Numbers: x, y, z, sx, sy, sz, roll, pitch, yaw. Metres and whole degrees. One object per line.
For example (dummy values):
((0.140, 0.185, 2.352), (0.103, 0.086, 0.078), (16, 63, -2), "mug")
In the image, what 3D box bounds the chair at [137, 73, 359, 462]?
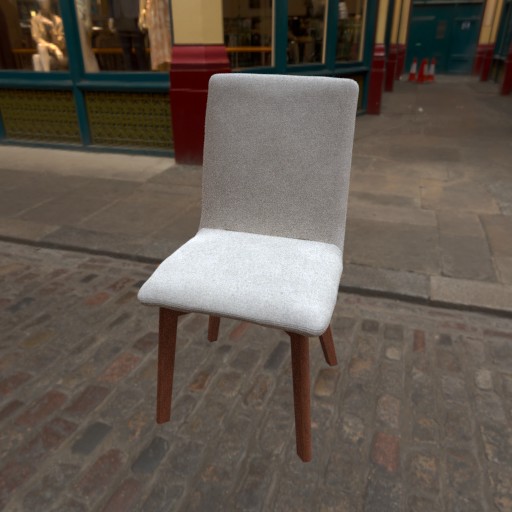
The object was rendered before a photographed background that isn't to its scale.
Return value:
((0.000, 0.000, 1.325), (0.522, 0.974, 0.563), (8, 27, 16), "chair")
